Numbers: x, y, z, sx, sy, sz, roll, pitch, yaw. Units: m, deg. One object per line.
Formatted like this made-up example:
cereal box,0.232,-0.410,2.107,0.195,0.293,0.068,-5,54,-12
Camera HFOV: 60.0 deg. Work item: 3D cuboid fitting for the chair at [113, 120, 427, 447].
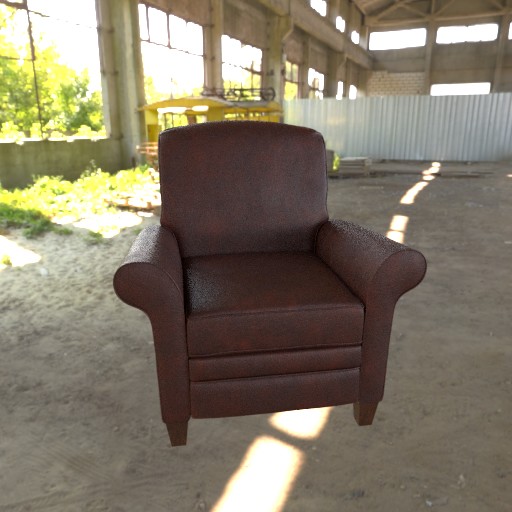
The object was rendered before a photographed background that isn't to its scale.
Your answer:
chair,0.000,0.000,1.778,0.978,1.061,0.902,-3,16,-9
